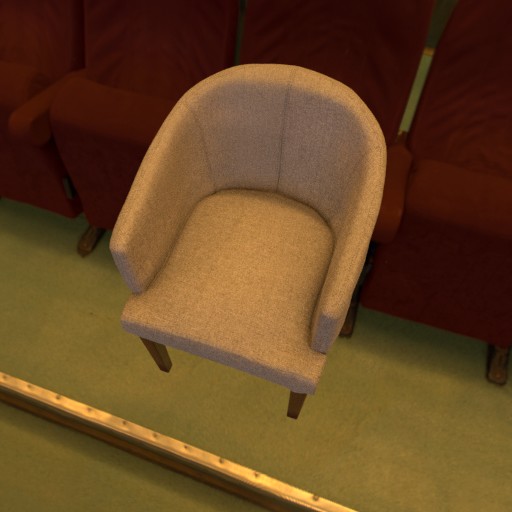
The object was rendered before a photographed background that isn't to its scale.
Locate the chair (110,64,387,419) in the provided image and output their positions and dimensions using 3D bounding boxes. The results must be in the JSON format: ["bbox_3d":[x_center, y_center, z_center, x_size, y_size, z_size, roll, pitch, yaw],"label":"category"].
[{"bbox_3d":[0.000,0.000,1.270,0.583,0.811,0.655,16,59,10],"label":"chair"}]
